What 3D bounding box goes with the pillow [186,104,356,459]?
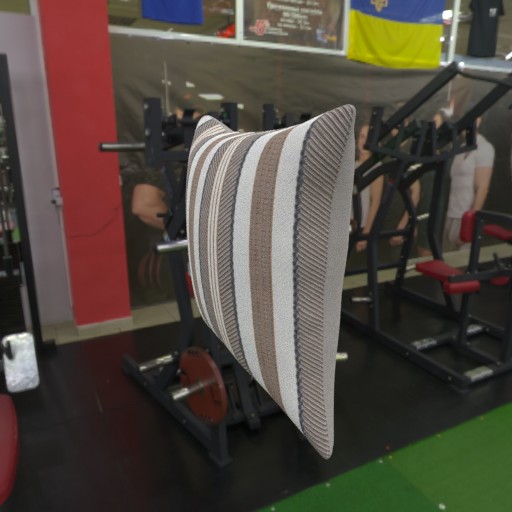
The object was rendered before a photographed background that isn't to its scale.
[{"bbox_3d":[0.000,0.000,0.644,0.173,0.401,0.416,-7,18,-24],"label":"pillow"}]
